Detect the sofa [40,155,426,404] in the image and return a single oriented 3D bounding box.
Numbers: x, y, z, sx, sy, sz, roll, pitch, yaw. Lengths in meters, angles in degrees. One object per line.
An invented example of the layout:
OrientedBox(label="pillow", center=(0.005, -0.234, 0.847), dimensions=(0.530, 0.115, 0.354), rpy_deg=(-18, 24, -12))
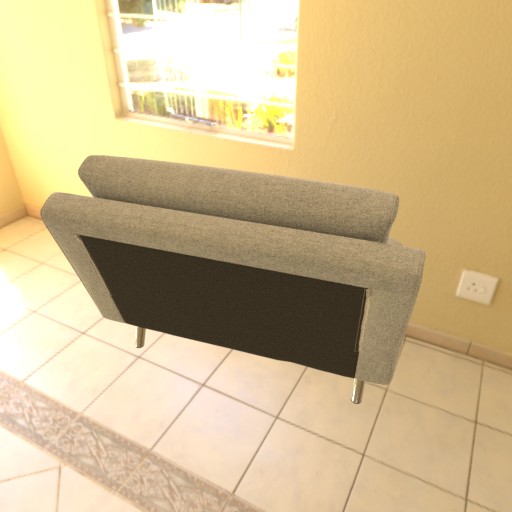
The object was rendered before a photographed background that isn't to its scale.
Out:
OrientedBox(label="sofa", center=(0.000, 0.000, 1.835), dimensions=(1.220, 0.910, 0.910), rpy_deg=(10, 34, 15))
